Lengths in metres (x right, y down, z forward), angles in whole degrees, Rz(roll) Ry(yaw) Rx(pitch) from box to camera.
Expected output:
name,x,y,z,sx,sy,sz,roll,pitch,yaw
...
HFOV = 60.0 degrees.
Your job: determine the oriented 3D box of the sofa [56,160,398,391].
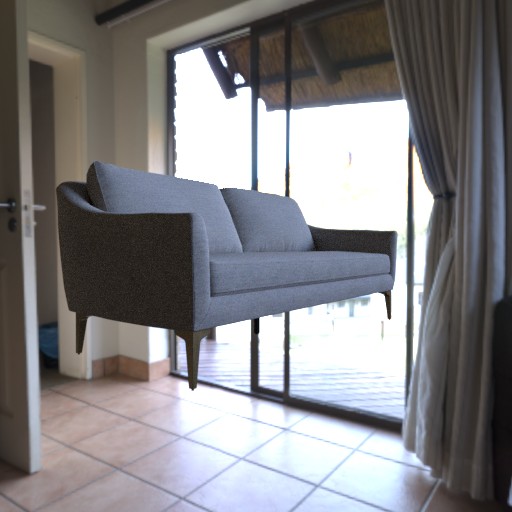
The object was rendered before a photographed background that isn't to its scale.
name,x,y,z,sx,sy,sz,roll,pitch,yaw
sofa,0.000,0.000,2.591,0.980,0.913,2.036,1,1,37
